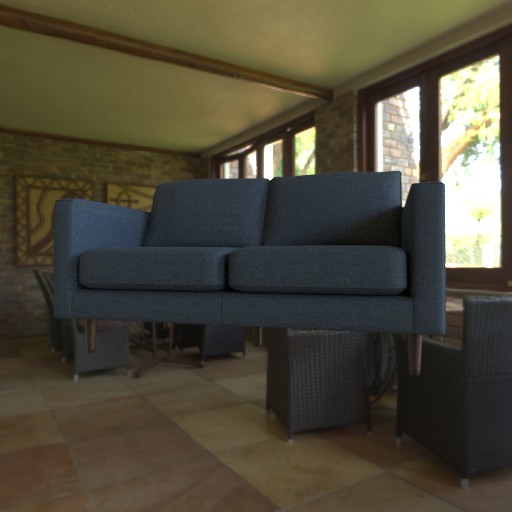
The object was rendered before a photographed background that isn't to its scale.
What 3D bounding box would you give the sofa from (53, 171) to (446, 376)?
[{"bbox_3d":[0.000,0.000,2.220,1.659,0.907,0.999,0,0,16],"label":"sofa"}]
